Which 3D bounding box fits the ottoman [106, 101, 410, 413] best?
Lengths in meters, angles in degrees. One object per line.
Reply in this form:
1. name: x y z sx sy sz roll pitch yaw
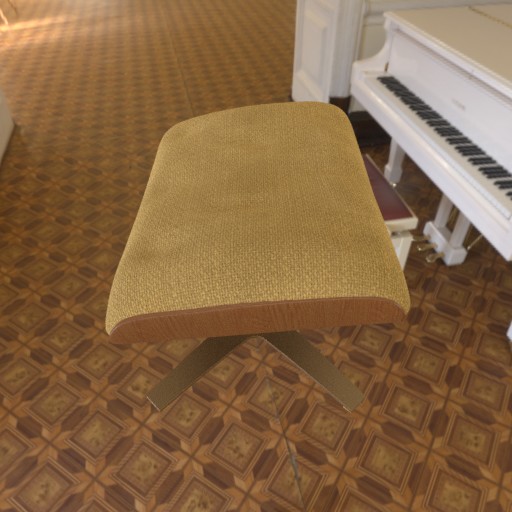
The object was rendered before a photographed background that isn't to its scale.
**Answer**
1. ottoman: 0.000 0.000 0.797 0.394 0.391 0.520 0 42 0
